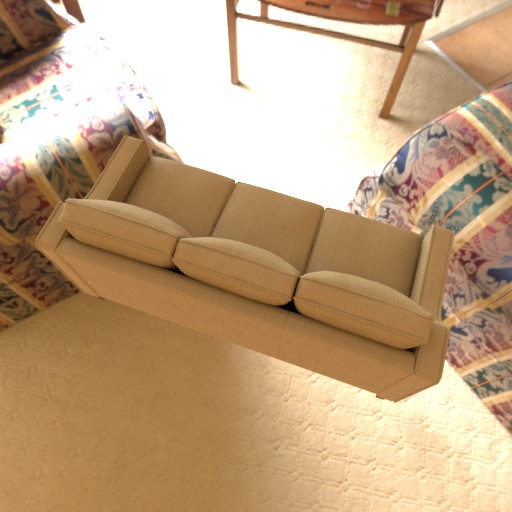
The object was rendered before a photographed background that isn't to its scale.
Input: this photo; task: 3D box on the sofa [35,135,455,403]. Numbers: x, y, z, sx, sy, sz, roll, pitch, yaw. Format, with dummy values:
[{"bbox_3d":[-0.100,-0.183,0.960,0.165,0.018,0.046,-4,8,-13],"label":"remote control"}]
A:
[{"bbox_3d":[0.000,0.000,2.509,1.986,0.974,0.911,18,66,8],"label":"sofa"}]
